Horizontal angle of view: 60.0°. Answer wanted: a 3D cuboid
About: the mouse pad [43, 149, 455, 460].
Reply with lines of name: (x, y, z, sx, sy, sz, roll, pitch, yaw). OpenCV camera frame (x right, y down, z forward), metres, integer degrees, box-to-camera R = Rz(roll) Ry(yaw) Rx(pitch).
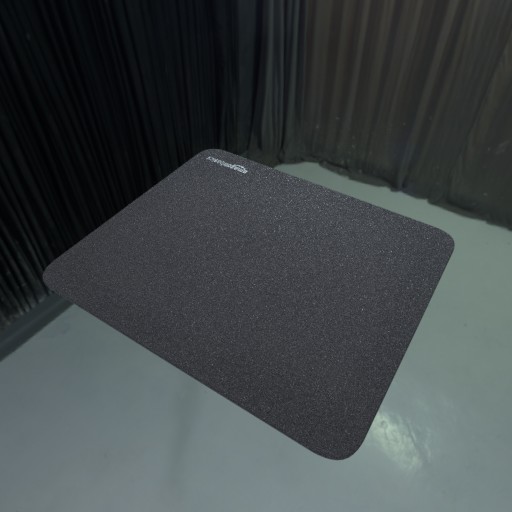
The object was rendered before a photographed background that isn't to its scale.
mouse pad: (0.000, 0.000, 0.425, 0.315, 0.002, 0.269, 25, 50, 22)
